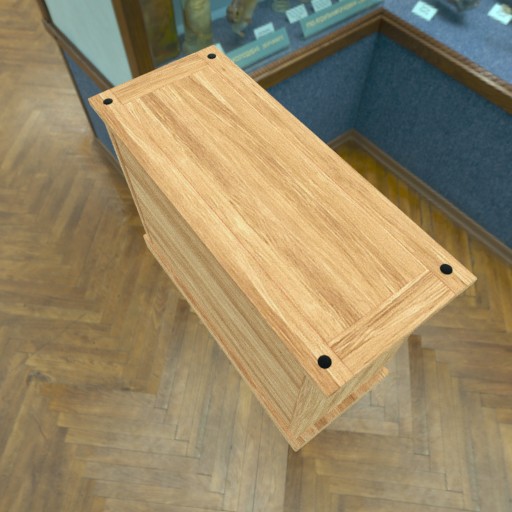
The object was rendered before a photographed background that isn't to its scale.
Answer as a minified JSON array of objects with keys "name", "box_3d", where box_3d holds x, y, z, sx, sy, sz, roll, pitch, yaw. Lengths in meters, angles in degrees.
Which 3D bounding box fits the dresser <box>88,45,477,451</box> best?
[{"name":"dresser","box_3d":[0.000,0.000,1.372,0.410,0.740,0.990,-32,64,-18]}]
